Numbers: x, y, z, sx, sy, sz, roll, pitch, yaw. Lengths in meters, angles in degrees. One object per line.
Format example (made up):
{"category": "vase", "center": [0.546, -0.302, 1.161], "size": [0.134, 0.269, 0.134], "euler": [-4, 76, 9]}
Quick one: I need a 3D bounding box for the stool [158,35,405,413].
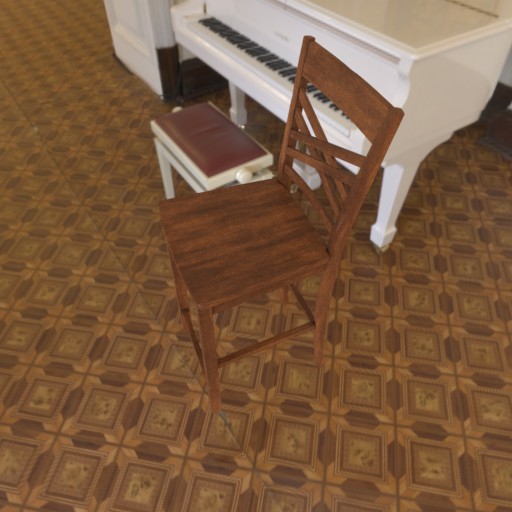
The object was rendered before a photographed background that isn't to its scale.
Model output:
{"category": "stool", "center": [0.000, 0.000, 1.371], "size": [0.504, 1.098, 0.426], "euler": [-16, 50, -15]}
